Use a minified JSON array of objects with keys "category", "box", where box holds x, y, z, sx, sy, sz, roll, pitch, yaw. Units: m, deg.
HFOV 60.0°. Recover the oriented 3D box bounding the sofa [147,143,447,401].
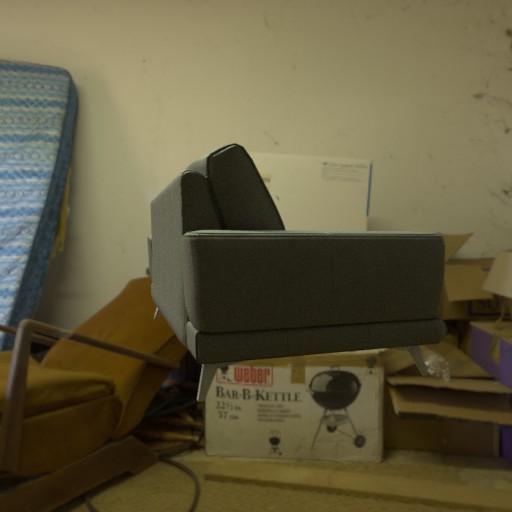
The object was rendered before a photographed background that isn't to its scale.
[{"category":"sofa","box":[0.000,0.000,2.388,1.018,0.907,1.806,-1,2,-18]}]
